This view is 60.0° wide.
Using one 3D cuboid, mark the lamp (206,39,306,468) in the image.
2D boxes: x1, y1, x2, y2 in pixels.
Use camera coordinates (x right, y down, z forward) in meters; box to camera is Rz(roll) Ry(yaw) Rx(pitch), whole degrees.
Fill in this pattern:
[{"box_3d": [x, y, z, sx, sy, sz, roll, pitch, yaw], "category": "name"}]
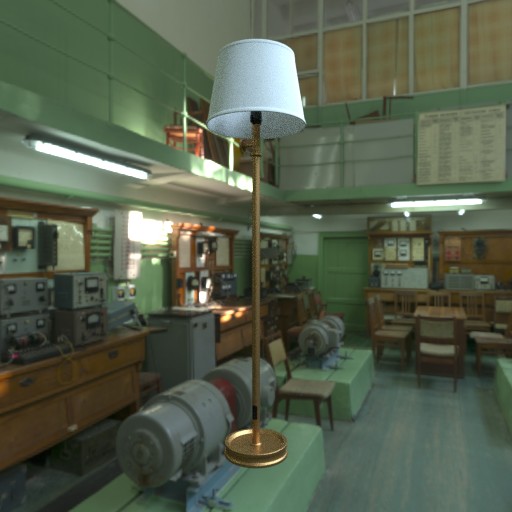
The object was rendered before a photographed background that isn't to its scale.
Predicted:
[{"box_3d": [0.000, 0.000, 0.795, 0.178, 0.710, 0.178, 0, 1, 0], "category": "lamp"}]
